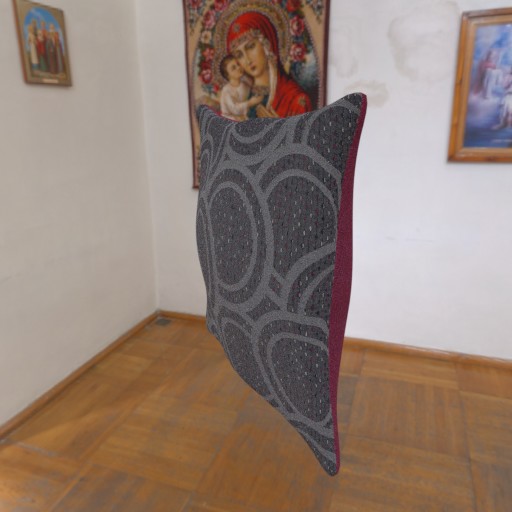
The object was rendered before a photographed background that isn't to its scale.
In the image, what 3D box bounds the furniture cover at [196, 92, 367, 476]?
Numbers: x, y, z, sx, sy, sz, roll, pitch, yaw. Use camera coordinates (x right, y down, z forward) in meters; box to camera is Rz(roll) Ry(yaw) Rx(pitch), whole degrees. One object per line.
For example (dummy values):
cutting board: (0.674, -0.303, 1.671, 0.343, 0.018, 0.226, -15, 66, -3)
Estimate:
furniture cover: (0.000, 0.000, 0.769, 0.163, 0.513, 0.514, -8, 20, -25)
